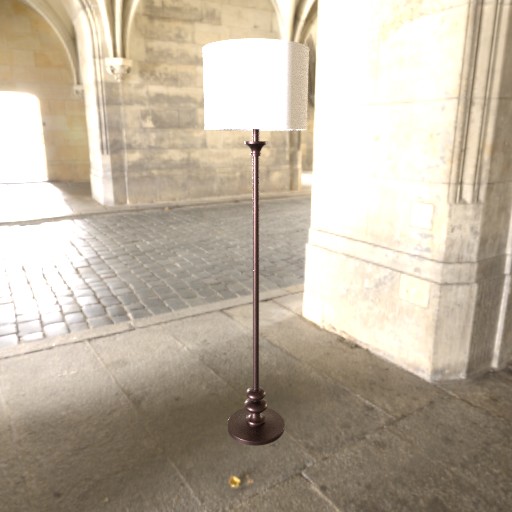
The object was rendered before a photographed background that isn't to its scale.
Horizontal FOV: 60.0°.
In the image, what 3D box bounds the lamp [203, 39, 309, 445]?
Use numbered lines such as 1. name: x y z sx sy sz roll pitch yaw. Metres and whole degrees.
1. lamp: 0.000 0.000 1.677 0.356 1.487 0.356 3 15 10
